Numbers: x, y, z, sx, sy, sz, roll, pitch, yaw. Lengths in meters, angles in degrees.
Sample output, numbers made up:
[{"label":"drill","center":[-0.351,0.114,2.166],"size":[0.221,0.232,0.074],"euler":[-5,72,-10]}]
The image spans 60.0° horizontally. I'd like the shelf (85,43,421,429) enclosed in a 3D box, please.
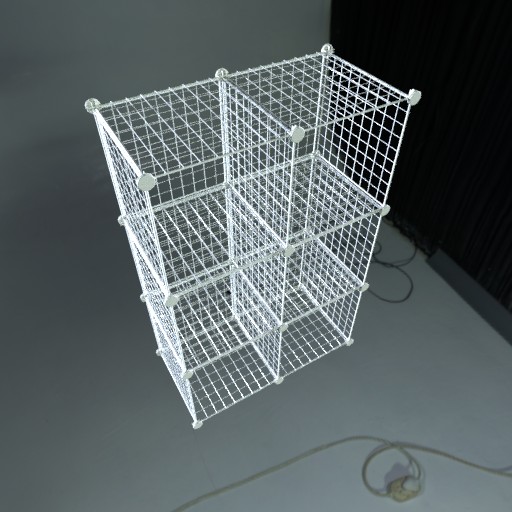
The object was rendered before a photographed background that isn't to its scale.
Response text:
[{"label":"shelf","center":[0.000,0.000,1.415],"size":[0.711,1.067,0.356],"euler":[-23,49,-21]}]
